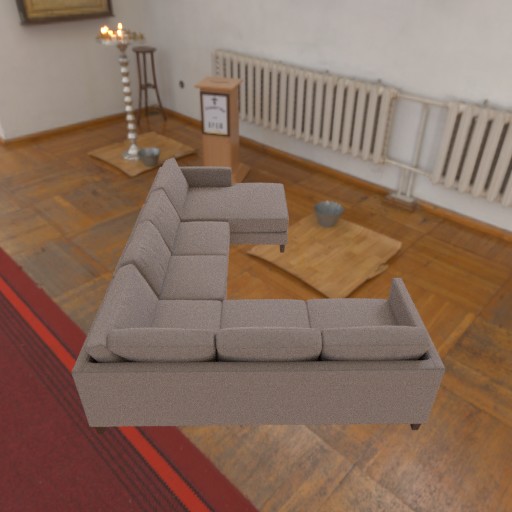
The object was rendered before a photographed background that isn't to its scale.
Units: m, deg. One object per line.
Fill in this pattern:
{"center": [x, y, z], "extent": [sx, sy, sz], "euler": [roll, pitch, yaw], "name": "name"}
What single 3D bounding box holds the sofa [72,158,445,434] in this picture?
{"center": [0.000, 0.000, 4.405], "extent": [2.424, 0.865, 3.438], "euler": [0, 33, -1], "name": "sofa"}
